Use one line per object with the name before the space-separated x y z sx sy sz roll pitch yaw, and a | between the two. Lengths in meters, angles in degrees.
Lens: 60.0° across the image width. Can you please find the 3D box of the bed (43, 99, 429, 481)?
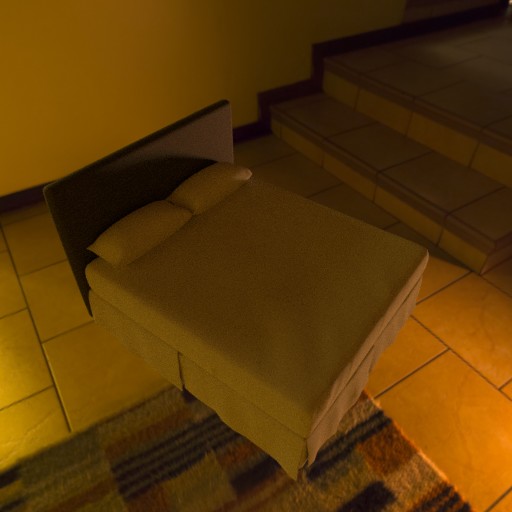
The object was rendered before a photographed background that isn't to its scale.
bed | 0.000 0.000 3.324 2.142 1.330 1.884 27 48 27
